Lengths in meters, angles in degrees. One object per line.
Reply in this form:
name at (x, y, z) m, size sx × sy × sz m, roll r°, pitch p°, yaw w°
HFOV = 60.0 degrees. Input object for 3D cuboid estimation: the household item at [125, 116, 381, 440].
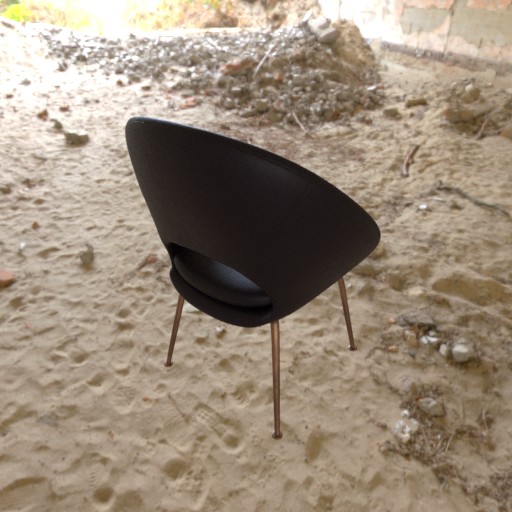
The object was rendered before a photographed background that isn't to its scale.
household item at (0.000, 0.000, 1.257) m, size 0.623 × 0.852 × 0.573 m, roll 22°, pitch 37°, yaw 32°
